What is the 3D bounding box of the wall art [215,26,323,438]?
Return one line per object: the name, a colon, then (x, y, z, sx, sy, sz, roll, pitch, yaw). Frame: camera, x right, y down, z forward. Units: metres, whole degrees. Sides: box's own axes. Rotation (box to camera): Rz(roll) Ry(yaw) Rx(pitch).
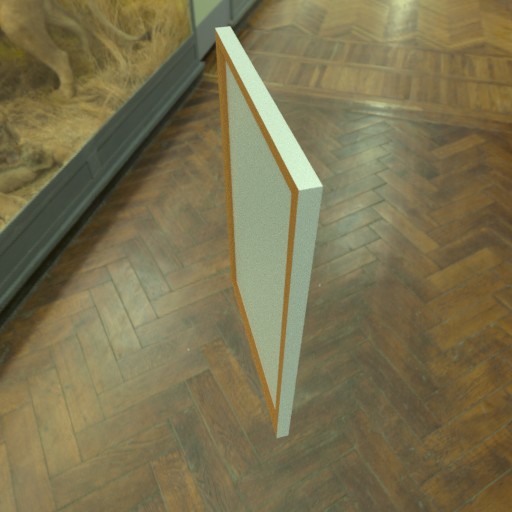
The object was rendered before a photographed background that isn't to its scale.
wall art: (0.000, 0.000, 0.767, 0.025, 0.608, 0.405, -11, 48, -10)
